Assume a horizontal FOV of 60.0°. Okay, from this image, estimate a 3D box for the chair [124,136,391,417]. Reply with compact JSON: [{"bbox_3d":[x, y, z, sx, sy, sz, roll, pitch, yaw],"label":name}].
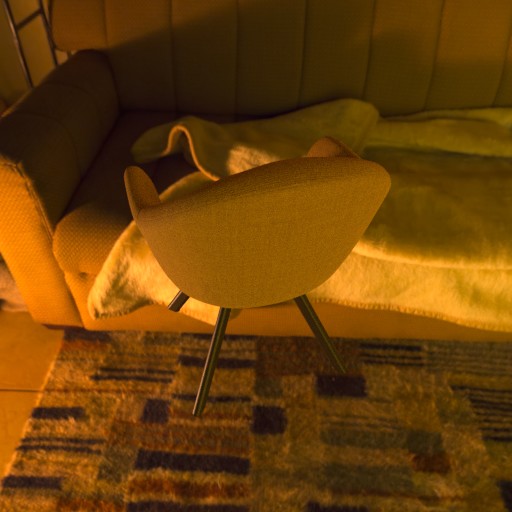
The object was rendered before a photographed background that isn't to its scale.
[{"bbox_3d":[0.000,0.000,1.197,0.590,0.795,0.550,-12,42,-13],"label":"chair"}]
